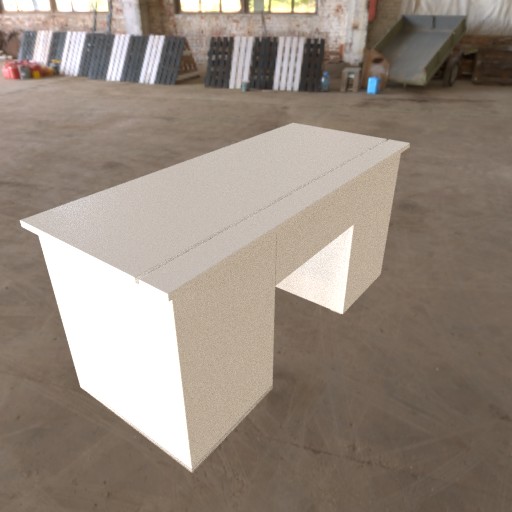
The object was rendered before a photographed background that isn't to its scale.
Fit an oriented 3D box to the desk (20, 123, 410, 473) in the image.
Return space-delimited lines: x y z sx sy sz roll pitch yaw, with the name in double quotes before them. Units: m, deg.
"desk" 0.000 0.000 1.955 0.670 0.760 1.580 21 36 31
